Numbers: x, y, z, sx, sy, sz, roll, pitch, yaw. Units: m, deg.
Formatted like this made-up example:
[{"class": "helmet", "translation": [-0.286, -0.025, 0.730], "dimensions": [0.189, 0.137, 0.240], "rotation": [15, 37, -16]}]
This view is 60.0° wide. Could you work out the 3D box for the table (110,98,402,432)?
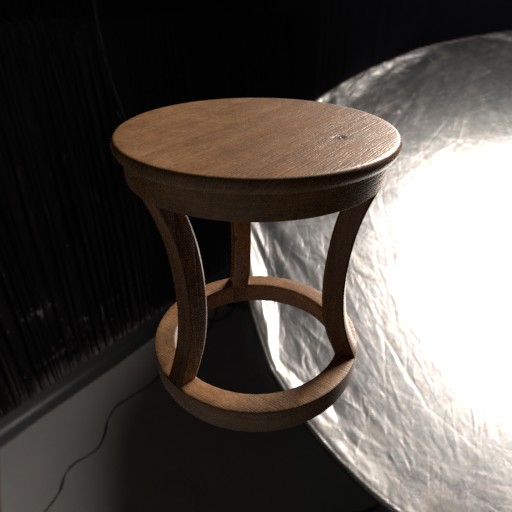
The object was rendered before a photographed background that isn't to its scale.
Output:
[{"class": "table", "translation": [0.000, 0.000, 0.795], "dimensions": [0.432, 0.460, 0.432], "rotation": [0, 31, 0]}]
